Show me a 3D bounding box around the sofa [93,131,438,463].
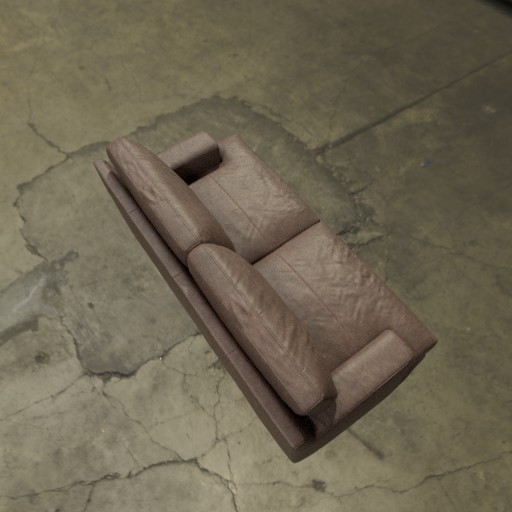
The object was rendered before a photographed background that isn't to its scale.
[{"bbox_3d":[0.000,0.000,2.870,1.143,0.941,2.261,-31,62,-18],"label":"sofa"}]
